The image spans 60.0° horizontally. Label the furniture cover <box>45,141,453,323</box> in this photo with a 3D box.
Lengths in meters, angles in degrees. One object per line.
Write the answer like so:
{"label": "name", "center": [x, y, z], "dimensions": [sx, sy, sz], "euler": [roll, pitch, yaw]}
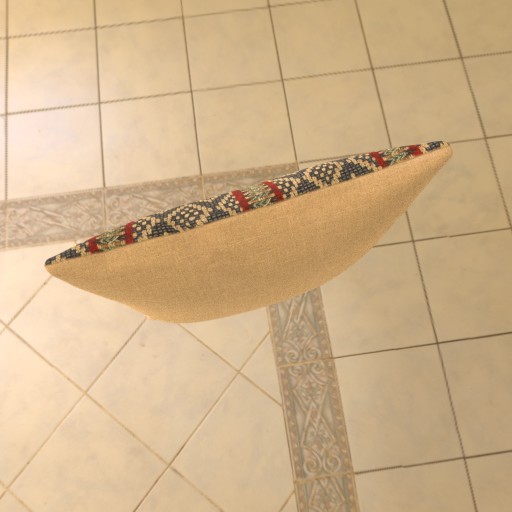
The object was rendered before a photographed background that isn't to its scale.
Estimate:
{"label": "furniture cover", "center": [0.000, 0.000, 0.650], "dimensions": [0.431, 0.431, 0.139], "euler": [-17, 77, -4]}
